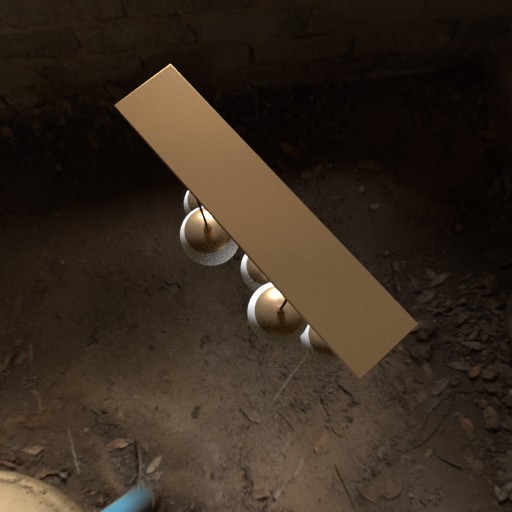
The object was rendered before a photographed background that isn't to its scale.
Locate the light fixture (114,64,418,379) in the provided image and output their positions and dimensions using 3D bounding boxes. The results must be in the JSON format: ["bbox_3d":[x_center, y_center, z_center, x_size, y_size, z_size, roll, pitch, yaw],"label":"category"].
[{"bbox_3d":[0.000,0.000,1.329,0.299,0.869,0.863,-40,80,-9],"label":"light fixture"}]
